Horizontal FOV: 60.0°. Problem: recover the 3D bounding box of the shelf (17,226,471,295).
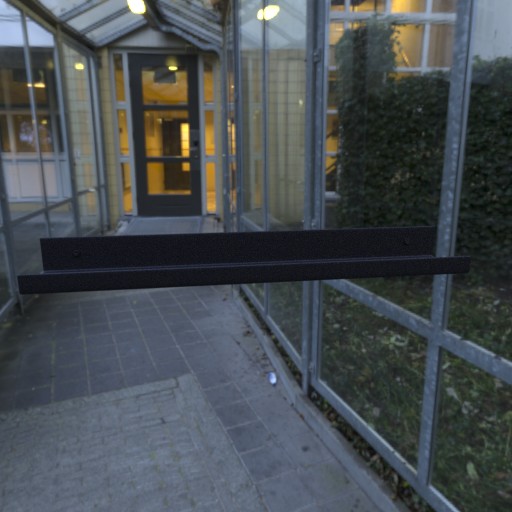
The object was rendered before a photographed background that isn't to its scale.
[{"bbox_3d":[0.000,0.000,0.633,0.605,0.053,0.102,-2,14,-9],"label":"shelf"}]
